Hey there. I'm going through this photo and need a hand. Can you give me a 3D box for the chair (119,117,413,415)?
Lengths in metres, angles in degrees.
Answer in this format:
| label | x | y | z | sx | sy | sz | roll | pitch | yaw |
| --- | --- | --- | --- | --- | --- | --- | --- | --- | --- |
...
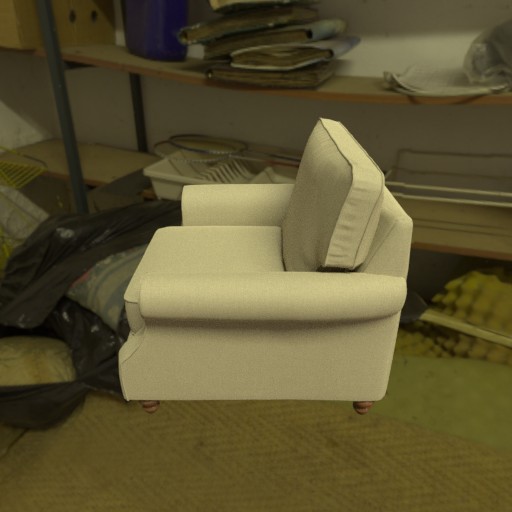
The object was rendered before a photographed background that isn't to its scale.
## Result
| label | x | y | z | sx | sy | sz | roll | pitch | yaw |
| --- | --- | --- | --- | --- | --- | --- | --- | --- | --- |
| chair | 0.000 | 0.000 | 1.805 | 0.966 | 0.967 | 1.029 | 0 | 27 | 0 |
